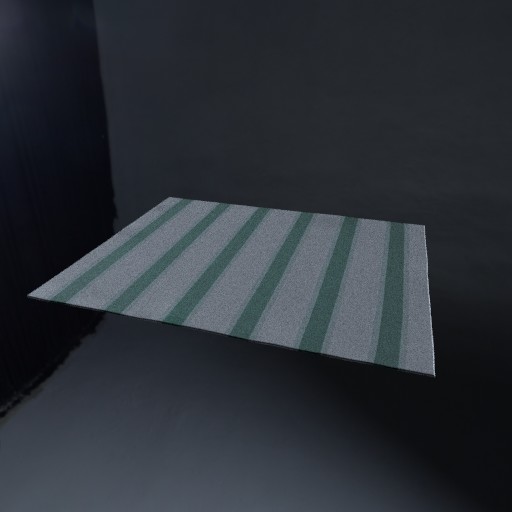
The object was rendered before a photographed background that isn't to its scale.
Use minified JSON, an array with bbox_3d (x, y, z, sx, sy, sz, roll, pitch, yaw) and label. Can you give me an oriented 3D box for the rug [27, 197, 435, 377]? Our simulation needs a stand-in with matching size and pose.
[{"bbox_3d":[0.000,0.000,4.127,3.041,0.019,2.434,8,28,15],"label":"rug"}]
